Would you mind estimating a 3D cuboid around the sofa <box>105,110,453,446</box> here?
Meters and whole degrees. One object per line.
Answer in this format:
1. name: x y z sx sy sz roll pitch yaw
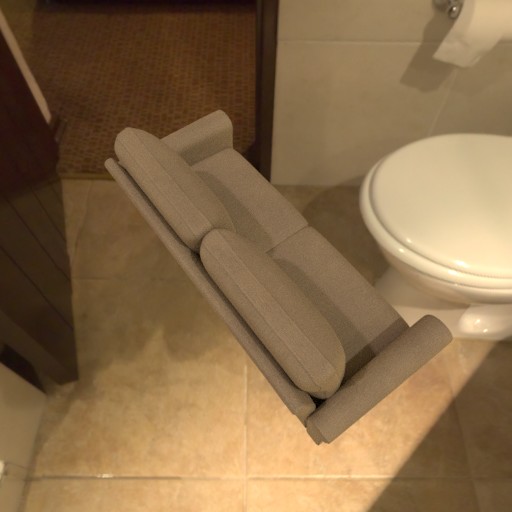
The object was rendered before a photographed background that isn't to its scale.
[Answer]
1. sofa: 0.000 0.000 2.423 0.842 0.942 1.935 -32 63 -18
